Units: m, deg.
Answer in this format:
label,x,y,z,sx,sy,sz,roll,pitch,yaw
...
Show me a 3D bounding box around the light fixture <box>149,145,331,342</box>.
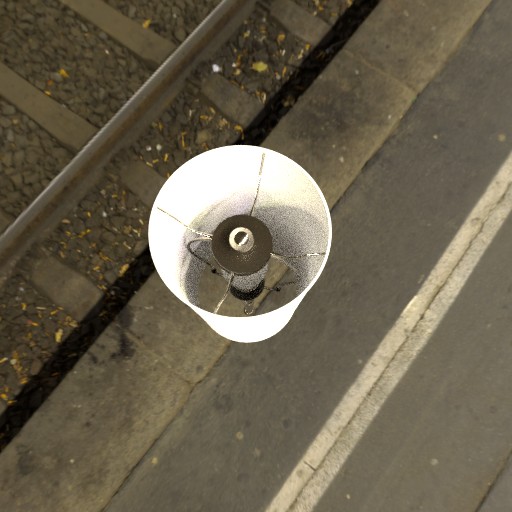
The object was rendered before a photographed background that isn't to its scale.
label,x,y,z,sx,sy,sz,roll,pitch,yaw
light fixture,0.000,0.000,0.543,0.128,0.462,0.208,16,76,4
